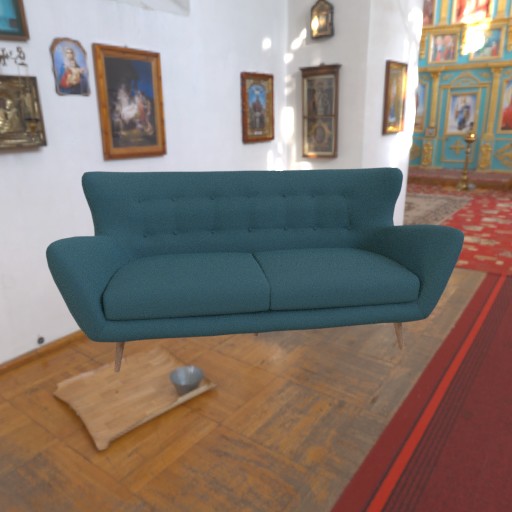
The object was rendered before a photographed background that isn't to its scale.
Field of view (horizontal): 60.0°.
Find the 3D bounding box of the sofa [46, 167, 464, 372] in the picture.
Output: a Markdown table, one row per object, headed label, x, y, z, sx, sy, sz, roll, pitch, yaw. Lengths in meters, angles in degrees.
| label | x | y | z | sx | sy | sz | roll | pitch | yaw |
| --- | --- | --- | --- | --- | --- | --- | --- | --- | --- |
| sofa | 0.000 | 0.000 | 2.419 | 1.930 | 0.890 | 0.889 | -2 | 16 | -9 |
